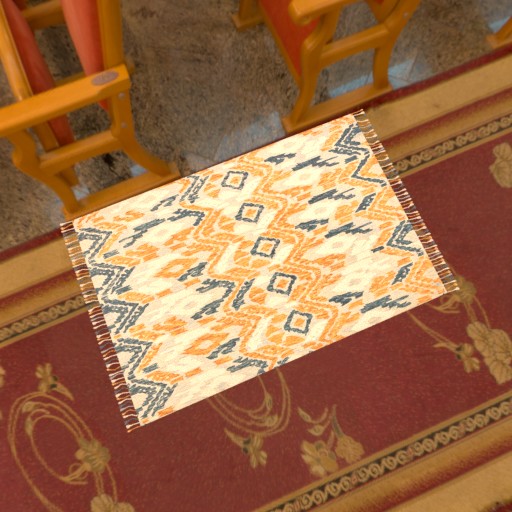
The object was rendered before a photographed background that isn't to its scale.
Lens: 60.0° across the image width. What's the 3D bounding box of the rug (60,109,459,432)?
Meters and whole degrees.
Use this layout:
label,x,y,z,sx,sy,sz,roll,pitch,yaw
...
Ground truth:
label,x,y,z,sx,sy,sz,roll,pitch,yaw
rug,0.000,0.000,3.127,2.428,0.010,1.533,-22,77,-5
